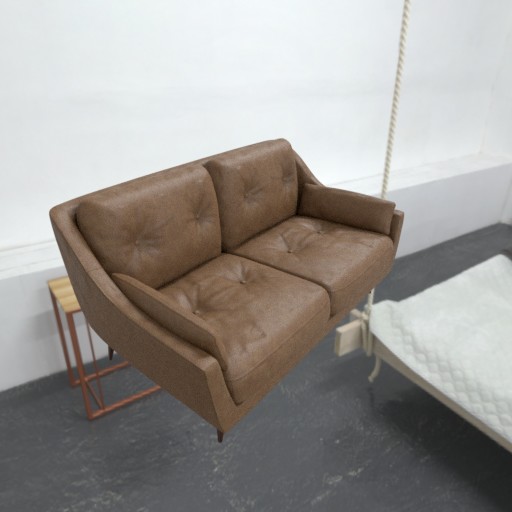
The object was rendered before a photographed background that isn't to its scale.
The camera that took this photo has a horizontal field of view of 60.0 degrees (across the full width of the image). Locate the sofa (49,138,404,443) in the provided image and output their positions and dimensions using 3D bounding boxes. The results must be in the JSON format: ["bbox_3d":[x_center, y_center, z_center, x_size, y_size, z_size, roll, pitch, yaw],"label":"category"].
[{"bbox_3d":[0.000,0.000,2.300,0.981,0.886,1.731,19,33,33],"label":"sofa"}]
